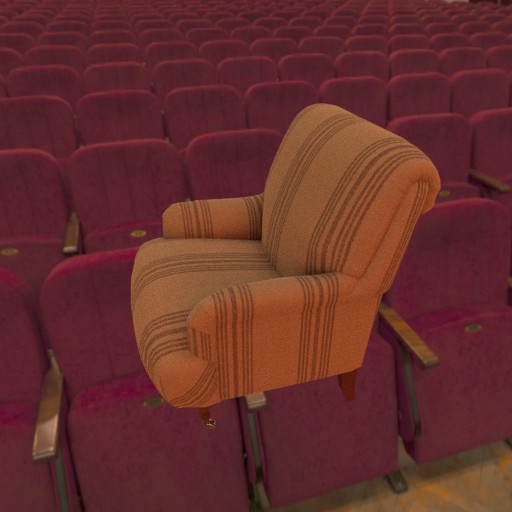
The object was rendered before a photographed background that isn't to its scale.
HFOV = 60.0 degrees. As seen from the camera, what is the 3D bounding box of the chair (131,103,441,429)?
[{"bbox_3d":[0.000,0.000,1.602,0.914,0.940,0.813,-8,31,-14],"label":"chair"}]
